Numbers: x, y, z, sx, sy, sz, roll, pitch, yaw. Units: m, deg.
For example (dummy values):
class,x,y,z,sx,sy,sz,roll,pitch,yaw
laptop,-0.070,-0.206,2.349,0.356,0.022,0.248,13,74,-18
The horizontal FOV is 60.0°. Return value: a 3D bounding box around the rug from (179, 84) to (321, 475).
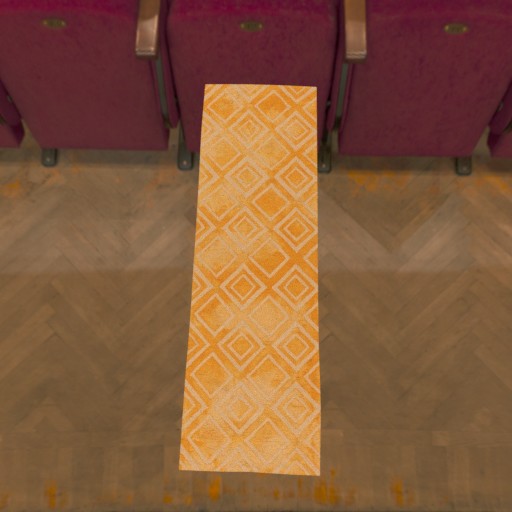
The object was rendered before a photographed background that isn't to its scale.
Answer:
class,x,y,z,sx,sy,sz,roll,pitch,yaw
rug,0.000,0.000,2.720,0.775,0.010,2.438,2,75,0
